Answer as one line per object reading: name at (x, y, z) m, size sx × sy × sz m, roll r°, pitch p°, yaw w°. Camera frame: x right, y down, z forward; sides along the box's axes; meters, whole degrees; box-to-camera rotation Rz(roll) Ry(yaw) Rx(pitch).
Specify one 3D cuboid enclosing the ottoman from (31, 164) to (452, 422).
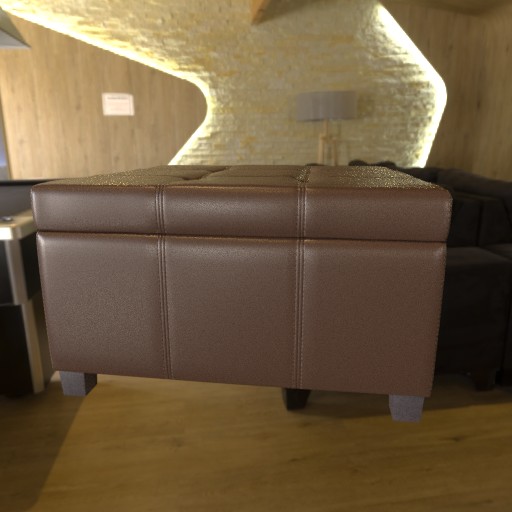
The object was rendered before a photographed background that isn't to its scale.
ottoman at (0.000, 0.000, 1.214) m, size 0.787 × 0.460 × 0.788 m, roll 2°, pitch 14°, yaw 7°
